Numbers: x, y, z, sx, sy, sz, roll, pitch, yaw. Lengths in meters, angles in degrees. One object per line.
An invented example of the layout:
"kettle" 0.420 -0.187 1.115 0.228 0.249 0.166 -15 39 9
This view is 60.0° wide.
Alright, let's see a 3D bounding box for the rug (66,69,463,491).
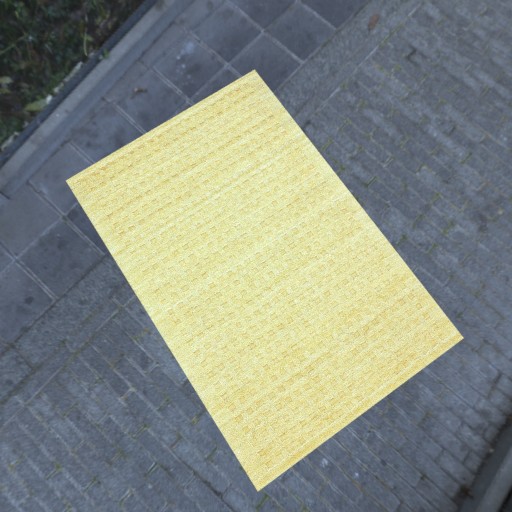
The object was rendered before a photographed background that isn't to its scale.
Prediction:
"rug" 0.000 0.000 2.841 1.524 0.006 2.286 -33 78 -8
